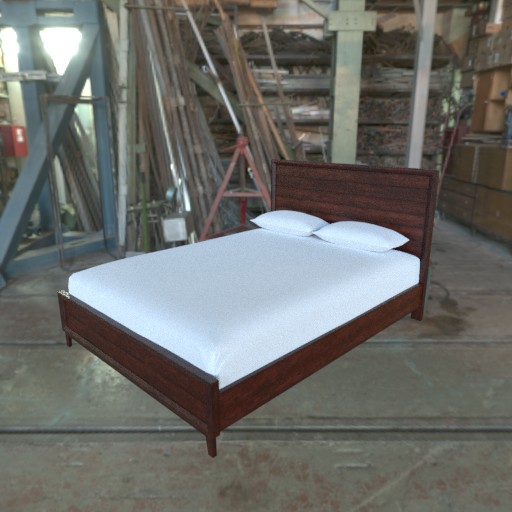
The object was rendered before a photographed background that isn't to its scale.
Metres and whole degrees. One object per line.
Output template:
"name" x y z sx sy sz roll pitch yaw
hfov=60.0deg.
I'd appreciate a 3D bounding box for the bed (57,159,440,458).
"bed" 0.000 0.000 4.010 2.040 1.492 2.803 15 22 42
